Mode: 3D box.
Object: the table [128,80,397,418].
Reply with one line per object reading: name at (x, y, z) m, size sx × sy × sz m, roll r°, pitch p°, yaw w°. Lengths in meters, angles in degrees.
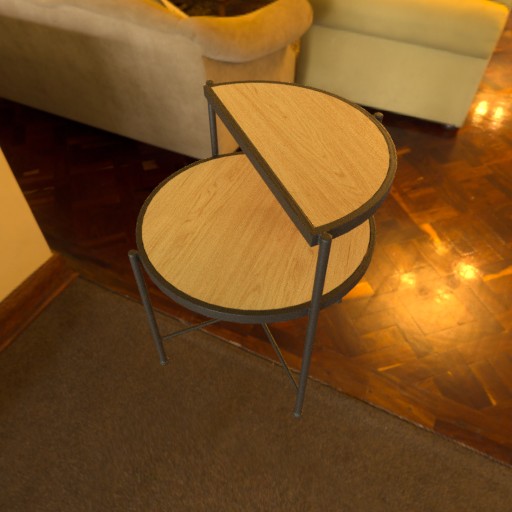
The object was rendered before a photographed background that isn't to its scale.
table at (0.000, 0.000, 1.168) m, size 0.628 × 0.684 × 0.629 m, roll -17°, pitch 49°, yaw -15°
